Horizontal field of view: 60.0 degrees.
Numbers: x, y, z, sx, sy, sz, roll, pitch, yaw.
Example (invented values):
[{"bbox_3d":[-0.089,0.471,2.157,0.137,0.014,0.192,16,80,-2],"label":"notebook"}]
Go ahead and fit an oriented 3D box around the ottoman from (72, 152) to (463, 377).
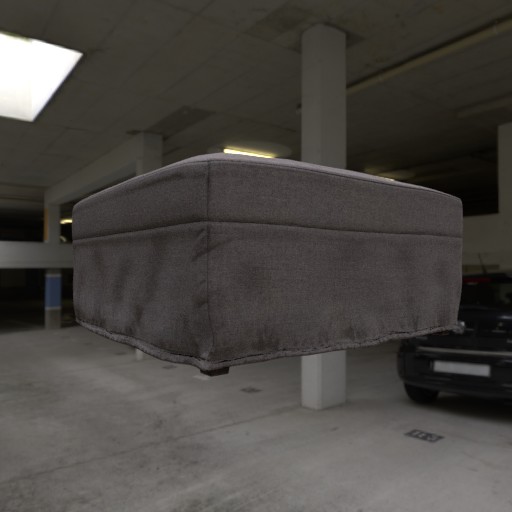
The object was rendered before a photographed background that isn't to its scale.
[{"bbox_3d":[0.000,0.000,1.298,0.843,0.436,0.840,1,-1,-37],"label":"ottoman"}]
